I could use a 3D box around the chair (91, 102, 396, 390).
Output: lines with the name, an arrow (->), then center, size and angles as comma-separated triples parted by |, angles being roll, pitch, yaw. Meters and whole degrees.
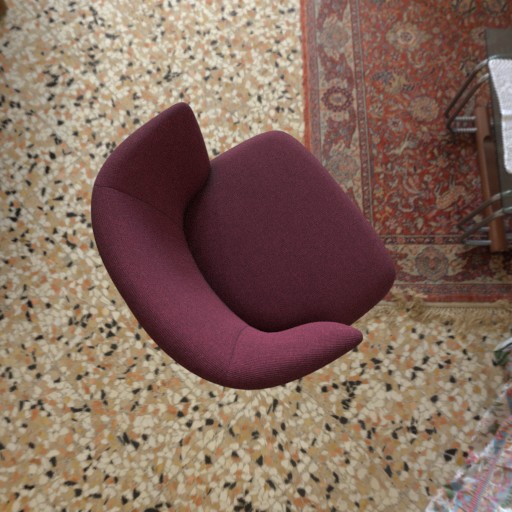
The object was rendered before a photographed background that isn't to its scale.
chair -> 0.000, 0.000, 1.307 | 0.660, 0.760, 0.700 | -34, 78, -8
